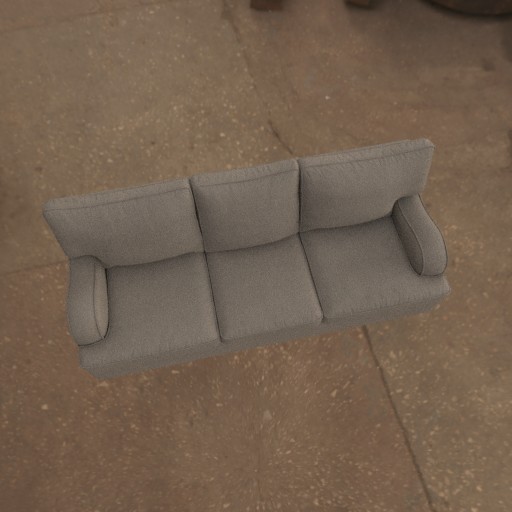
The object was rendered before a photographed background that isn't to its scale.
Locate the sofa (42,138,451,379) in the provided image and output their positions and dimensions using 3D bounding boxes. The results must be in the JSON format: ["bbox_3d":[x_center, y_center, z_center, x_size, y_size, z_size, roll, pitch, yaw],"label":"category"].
[{"bbox_3d":[0.000,0.000,2.841,2.323,0.991,1.016,-11,65,-5],"label":"sofa"}]
